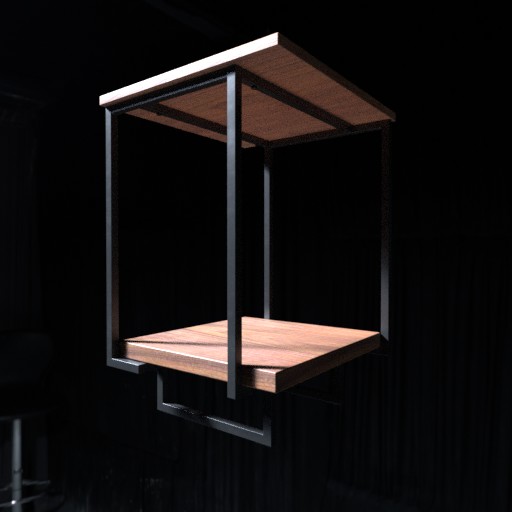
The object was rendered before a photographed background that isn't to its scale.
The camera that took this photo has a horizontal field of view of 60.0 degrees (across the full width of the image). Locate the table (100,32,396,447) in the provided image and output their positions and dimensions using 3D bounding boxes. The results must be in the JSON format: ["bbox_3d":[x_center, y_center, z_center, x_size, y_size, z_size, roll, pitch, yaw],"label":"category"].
[{"bbox_3d":[0.000,0.000,0.835,0.384,0.567,0.411,1,1,37],"label":"table"}]
